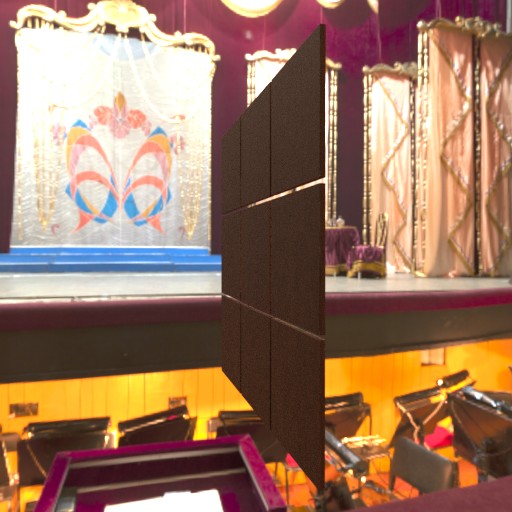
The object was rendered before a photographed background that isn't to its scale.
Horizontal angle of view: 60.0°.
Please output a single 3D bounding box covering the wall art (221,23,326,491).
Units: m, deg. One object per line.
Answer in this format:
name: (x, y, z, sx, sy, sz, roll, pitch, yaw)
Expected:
wall art: (0.000, 0.000, 1.306, 0.013, 0.914, 0.915, 0, 1, -17)
